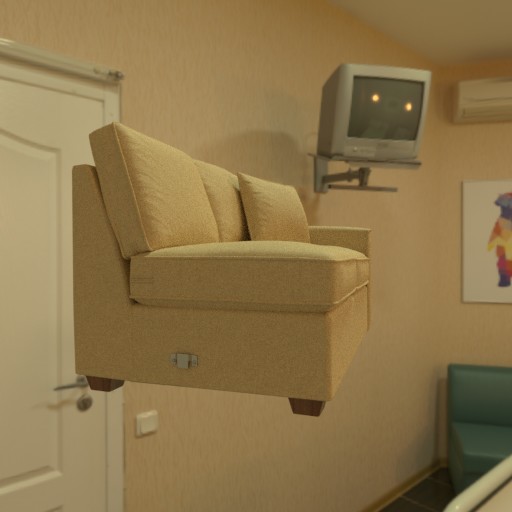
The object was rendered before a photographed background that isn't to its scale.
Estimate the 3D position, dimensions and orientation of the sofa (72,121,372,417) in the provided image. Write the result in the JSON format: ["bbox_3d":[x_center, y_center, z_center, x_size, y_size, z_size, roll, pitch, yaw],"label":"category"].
[{"bbox_3d":[0.000,0.000,2.106,0.991,0.989,1.388,0,1,19],"label":"sofa"}]
